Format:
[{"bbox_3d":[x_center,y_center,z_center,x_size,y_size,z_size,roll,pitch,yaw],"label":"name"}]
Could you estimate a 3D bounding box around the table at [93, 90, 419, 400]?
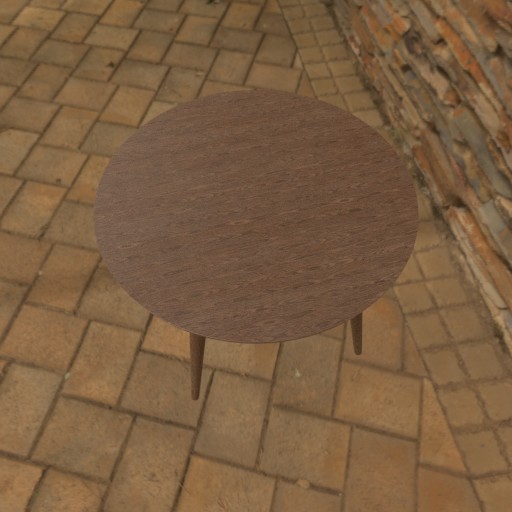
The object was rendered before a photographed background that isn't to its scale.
[{"bbox_3d":[0.000,0.000,1.794,1.053,0.786,1.053,0,57,0],"label":"table"}]
